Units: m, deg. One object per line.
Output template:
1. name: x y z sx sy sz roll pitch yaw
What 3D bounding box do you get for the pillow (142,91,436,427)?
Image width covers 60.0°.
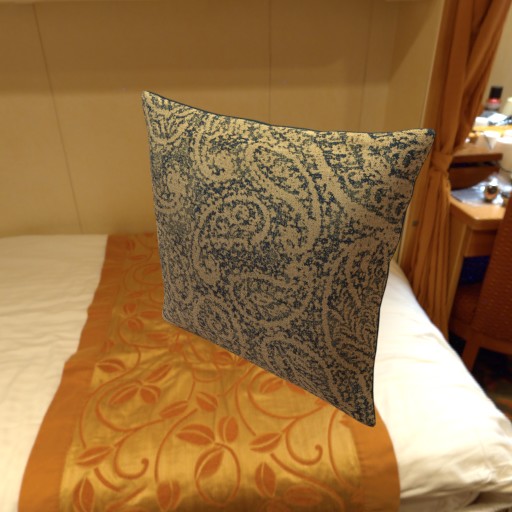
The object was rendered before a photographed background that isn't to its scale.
1. pillow: 0.000 0.000 0.783 0.523 0.510 0.166 19 34 31
